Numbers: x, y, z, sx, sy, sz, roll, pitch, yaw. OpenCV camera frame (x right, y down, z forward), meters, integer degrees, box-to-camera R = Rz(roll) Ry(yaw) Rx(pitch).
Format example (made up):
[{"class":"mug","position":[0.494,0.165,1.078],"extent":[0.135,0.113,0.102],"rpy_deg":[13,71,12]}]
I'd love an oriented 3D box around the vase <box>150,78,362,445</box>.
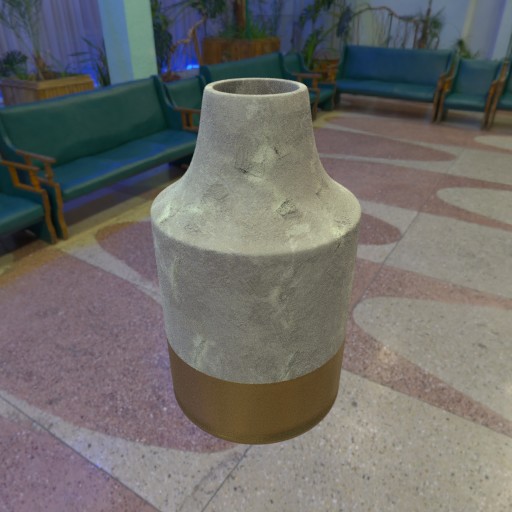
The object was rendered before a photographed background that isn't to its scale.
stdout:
[{"class":"vase","position":[0.000,0.000,0.419],"extent":[0.184,0.305,0.184],"rpy_deg":[0,31,0]}]
